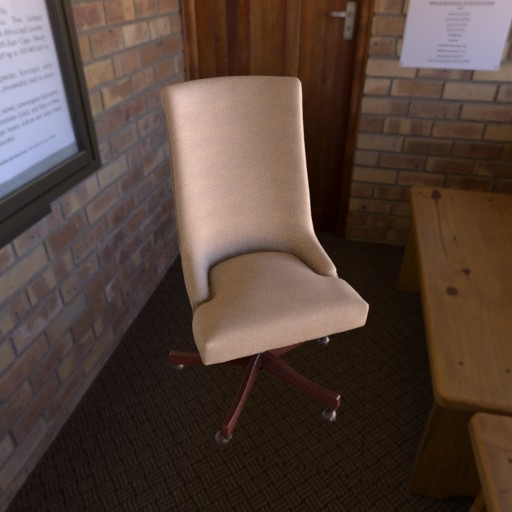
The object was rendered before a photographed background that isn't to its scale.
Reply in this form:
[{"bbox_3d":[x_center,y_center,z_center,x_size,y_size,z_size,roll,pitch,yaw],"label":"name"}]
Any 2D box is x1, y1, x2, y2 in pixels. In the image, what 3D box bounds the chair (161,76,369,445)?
[{"bbox_3d":[0.000,0.000,1.469,0.645,1.010,0.696,-11,34,-16],"label":"chair"}]
